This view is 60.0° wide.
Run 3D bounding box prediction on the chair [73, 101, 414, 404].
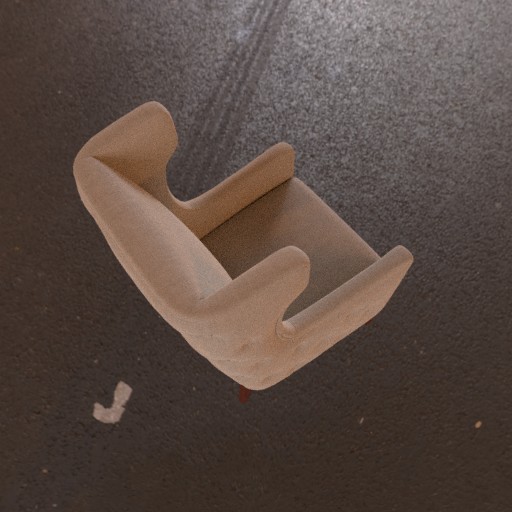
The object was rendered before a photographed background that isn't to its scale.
[{"bbox_3d":[0.000,0.000,1.646,0.899,1.079,0.778,-32,63,-19],"label":"chair"}]
